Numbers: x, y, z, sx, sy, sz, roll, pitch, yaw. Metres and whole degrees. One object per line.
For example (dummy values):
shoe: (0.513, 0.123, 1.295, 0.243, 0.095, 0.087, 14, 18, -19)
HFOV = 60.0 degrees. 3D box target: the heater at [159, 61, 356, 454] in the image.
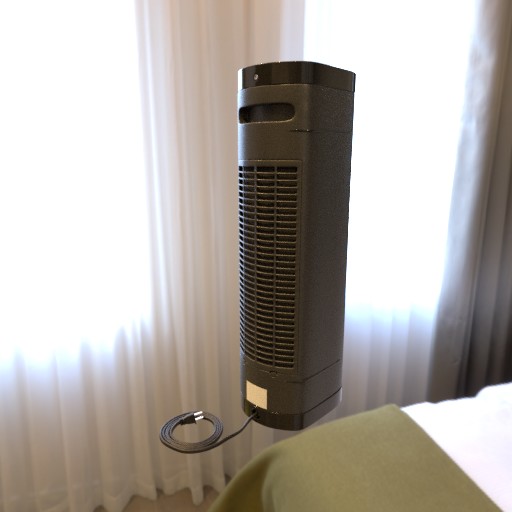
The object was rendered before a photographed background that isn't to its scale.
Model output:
heater: (0.000, 0.000, 0.690, 0.174, 0.552, 0.312, 12, 17, 42)
